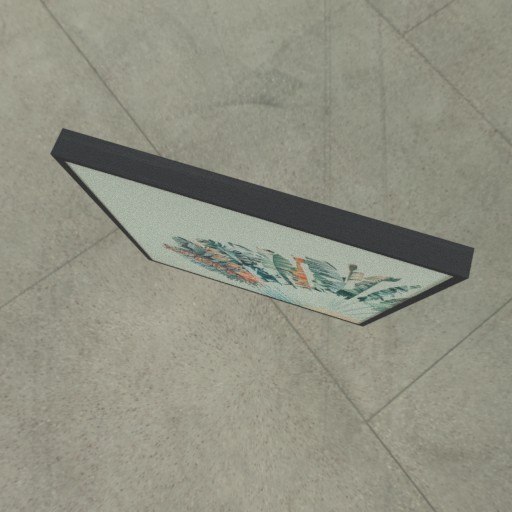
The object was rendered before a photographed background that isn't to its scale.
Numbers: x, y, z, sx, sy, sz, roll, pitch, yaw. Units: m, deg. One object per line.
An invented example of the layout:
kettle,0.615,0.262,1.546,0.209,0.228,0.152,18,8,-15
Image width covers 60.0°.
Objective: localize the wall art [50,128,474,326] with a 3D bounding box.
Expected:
wall art,0.000,0.000,0.763,0.509,0.507,0.037,17,76,5
